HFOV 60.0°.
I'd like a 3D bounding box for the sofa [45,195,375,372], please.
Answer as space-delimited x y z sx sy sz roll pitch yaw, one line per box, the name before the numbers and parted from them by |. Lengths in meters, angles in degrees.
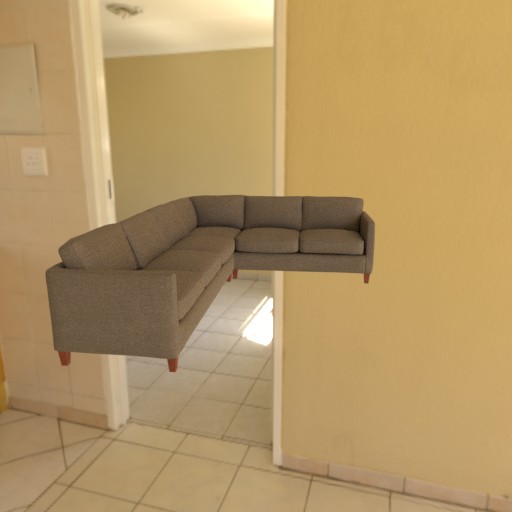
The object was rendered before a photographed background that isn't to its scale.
sofa | 0.000 0.000 4.488 2.593 0.947 3.302 2 14 7
